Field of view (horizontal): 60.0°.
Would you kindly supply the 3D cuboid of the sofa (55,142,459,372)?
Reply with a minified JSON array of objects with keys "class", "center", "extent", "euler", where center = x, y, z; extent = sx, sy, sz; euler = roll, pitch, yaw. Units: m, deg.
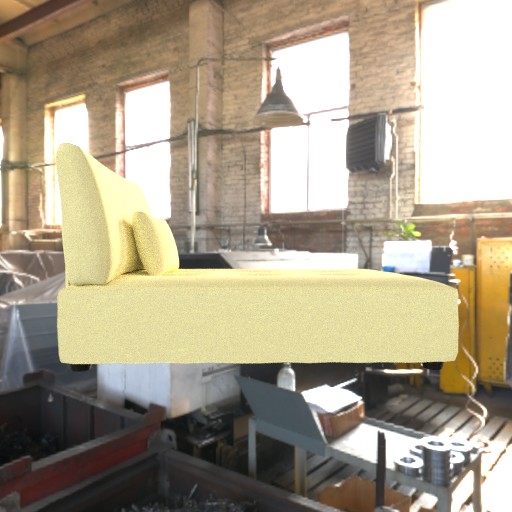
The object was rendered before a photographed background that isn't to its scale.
[{"class":"sofa","center":[0.000,0.000,2.022],"extent":[1.450,0.820,0.930],"euler":[0,1,-1]}]
